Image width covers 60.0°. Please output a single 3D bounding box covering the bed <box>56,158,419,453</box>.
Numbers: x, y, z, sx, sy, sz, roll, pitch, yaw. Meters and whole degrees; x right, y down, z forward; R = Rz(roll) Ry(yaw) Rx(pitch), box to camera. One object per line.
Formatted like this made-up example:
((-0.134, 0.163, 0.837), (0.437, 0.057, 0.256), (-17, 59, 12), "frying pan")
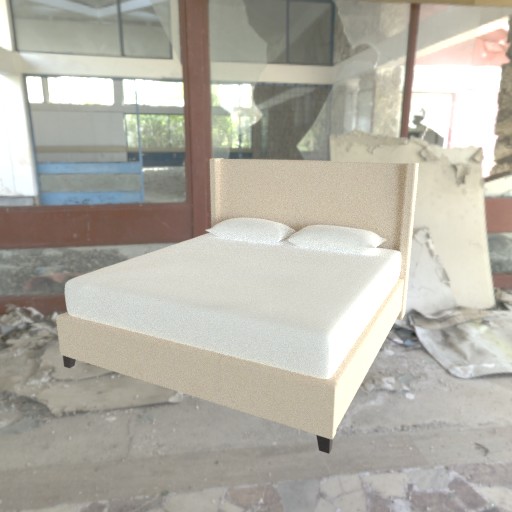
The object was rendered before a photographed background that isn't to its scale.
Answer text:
((0.000, 0.000, 3.688), (2.145, 1.471, 2.293), (8, 17, 26), "bed")
